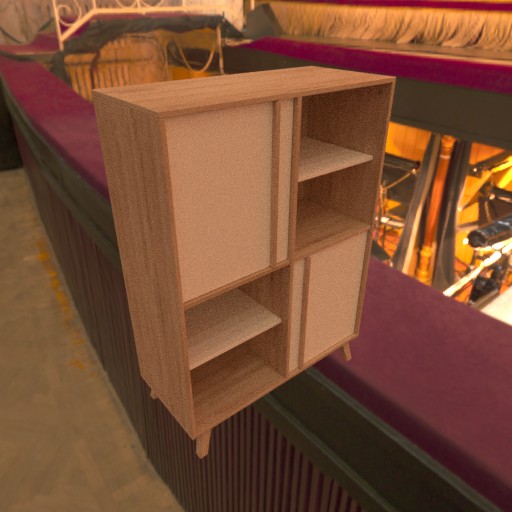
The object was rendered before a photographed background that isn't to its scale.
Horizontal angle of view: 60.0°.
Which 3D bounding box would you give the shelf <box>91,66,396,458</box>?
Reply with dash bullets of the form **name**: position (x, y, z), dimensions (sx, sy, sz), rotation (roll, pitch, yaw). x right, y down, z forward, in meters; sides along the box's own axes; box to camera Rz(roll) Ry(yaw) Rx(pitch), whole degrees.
- **shelf**: position (0.000, 0.000, 1.889), dimensions (1.000, 1.390, 0.450), rotation (-22, 36, -33)
